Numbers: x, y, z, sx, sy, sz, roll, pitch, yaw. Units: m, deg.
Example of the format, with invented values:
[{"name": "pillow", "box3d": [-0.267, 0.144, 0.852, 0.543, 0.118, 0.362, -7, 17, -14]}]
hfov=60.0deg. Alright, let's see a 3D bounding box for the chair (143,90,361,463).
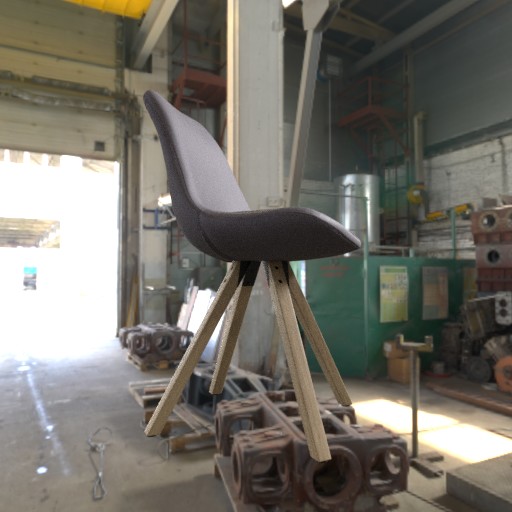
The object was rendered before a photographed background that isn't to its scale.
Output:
[{"name": "chair", "box3d": [0.000, 0.000, 1.188, 0.547, 0.865, 0.483, -1, -2, 18]}]
